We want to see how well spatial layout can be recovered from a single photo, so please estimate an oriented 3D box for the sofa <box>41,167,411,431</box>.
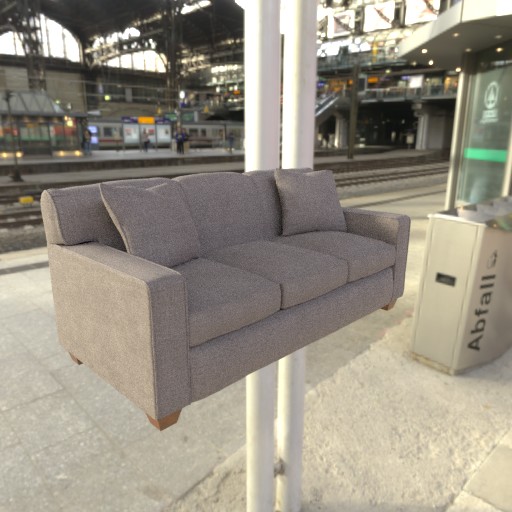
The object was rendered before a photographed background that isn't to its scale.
[{"bbox_3d":[0.000,0.000,2.615,0.997,0.958,2.024,15,21,43],"label":"sofa"}]
